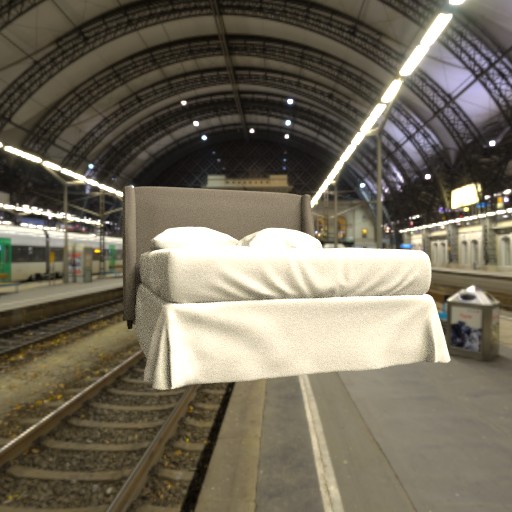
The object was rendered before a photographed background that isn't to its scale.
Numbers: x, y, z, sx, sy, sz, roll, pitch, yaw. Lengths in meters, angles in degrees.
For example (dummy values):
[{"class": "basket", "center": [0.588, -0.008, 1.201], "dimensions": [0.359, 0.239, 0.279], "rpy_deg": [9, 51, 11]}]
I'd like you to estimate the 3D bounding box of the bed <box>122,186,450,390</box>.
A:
[{"class": "bed", "center": [0.000, 0.000, 3.451], "dimensions": [1.925, 1.332, 2.276], "rpy_deg": [0, 0, -19]}]
